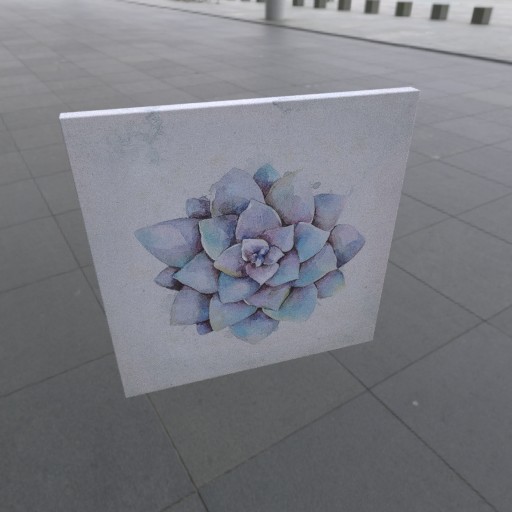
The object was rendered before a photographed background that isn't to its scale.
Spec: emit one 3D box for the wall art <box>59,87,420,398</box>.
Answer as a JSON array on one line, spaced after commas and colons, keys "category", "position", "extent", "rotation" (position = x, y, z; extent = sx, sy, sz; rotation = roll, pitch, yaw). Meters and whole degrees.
[{"category": "wall art", "position": [0.000, 0.000, 1.120], "extent": [0.762, 0.762, 0.038], "rotation": [-9, 34, -14]}]
